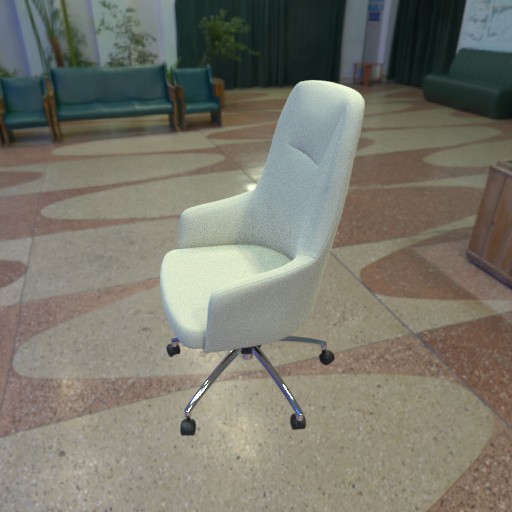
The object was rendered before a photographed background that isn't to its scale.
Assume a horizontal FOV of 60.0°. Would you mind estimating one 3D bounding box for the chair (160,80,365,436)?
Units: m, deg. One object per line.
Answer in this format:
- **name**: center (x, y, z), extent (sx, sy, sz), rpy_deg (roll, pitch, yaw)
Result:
- **chair**: center (0.000, 0.000, 1.473), extent (0.640, 1.049, 0.620), rpy_deg (-8, 30, -14)
